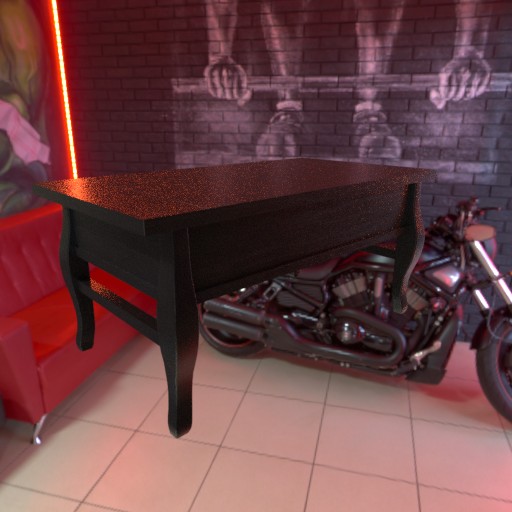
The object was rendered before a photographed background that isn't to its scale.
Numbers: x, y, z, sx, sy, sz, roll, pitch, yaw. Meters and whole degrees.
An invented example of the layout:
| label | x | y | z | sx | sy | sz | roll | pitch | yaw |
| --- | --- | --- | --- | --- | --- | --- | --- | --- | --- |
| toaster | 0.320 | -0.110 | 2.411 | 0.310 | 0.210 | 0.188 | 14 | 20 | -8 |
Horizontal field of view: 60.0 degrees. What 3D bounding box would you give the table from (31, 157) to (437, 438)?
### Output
| label | x | y | z | sx | sy | sz | roll | pitch | yaw |
| --- | --- | --- | --- | --- | --- | --- | --- | --- | --- |
| table | 0.000 | 0.000 | 1.372 | 1.062 | 0.494 | 0.600 | -16 | 23 | -40 |
